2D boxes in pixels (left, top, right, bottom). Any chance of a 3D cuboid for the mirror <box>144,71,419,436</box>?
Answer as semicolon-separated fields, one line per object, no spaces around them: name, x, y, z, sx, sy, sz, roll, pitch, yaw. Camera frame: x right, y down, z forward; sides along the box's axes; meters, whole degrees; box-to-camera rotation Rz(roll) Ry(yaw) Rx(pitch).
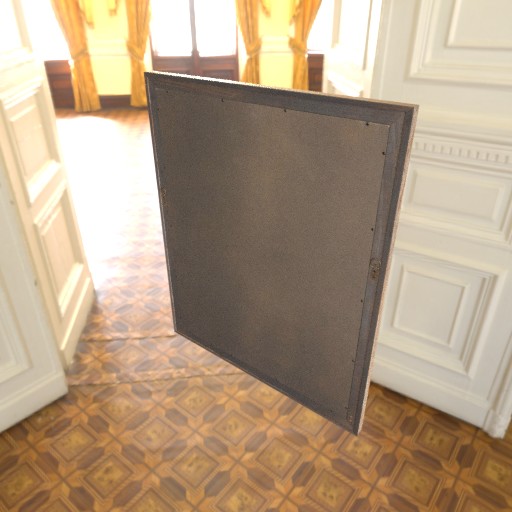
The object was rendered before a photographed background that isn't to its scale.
mirror;0.000;0.000;1.212;0.730;0.882;0.032;21;36;32
